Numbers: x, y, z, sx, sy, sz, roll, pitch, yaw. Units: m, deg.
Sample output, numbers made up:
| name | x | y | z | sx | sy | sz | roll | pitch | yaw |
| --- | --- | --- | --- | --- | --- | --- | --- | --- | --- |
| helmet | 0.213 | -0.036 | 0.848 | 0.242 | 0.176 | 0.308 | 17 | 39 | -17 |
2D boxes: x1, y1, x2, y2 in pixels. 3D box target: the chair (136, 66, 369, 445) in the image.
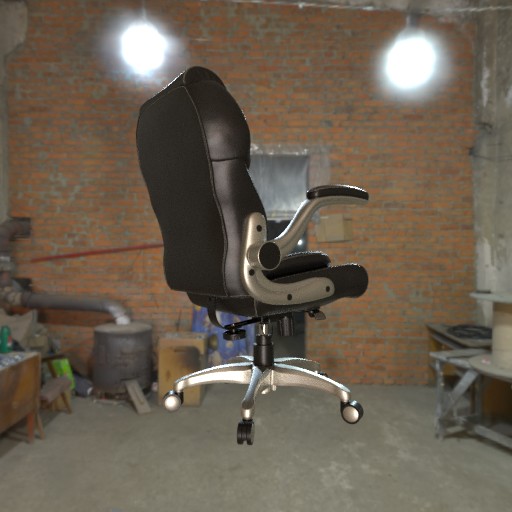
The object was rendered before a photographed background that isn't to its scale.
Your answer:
| name | x | y | z | sx | sy | sz | roll | pitch | yaw |
| --- | --- | --- | --- | --- | --- | --- | --- | --- | --- |
| chair | 0.000 | 0.000 | 1.678 | 0.801 | 1.141 | 0.724 | 0 | 0 | -35 |
